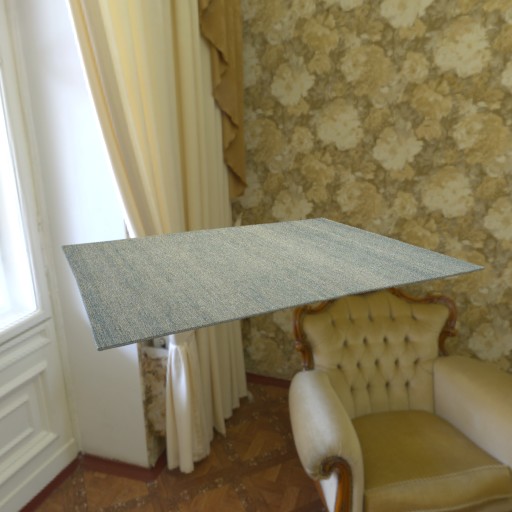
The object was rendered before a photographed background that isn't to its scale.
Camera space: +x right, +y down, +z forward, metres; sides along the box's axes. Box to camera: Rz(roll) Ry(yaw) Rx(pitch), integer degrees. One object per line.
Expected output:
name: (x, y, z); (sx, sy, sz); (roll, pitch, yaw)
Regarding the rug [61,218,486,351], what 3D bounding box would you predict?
rug: (0.000, 0.000, 4.182); (3.237, 0.046, 2.461); (-8, 18, -26)
